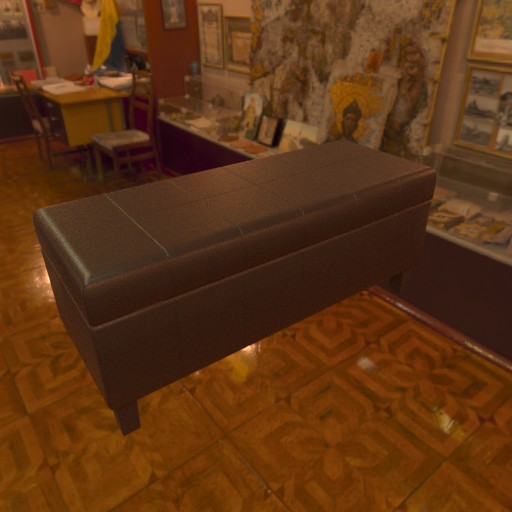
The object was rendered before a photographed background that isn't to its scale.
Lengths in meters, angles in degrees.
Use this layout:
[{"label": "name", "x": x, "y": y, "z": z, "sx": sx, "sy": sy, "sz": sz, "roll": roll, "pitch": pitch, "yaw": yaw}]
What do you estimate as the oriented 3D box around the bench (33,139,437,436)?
[{"label": "bench", "x": 0.000, "y": 0.000, "z": 1.343, "sx": 1.092, "sy": 0.457, "sz": 0.429, "roll": -20, "pitch": 36, "yaw": -30}]
